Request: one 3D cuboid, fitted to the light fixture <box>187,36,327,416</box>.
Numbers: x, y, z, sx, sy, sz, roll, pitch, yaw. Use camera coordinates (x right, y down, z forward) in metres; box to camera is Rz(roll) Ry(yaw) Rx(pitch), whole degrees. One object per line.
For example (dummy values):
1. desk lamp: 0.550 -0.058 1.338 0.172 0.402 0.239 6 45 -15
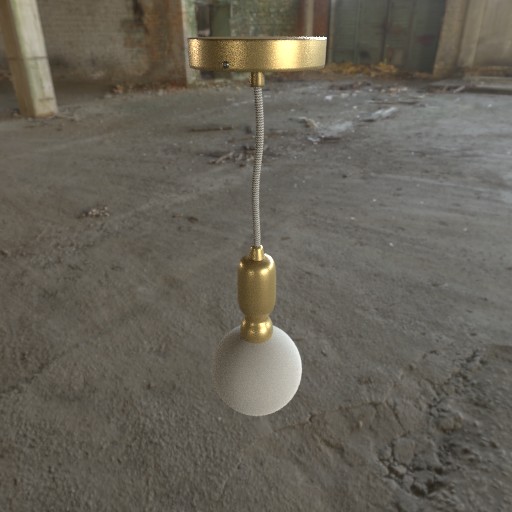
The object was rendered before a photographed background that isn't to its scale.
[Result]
1. light fixture: 0.000 0.000 0.577 0.146 0.510 0.147 17 32 29
